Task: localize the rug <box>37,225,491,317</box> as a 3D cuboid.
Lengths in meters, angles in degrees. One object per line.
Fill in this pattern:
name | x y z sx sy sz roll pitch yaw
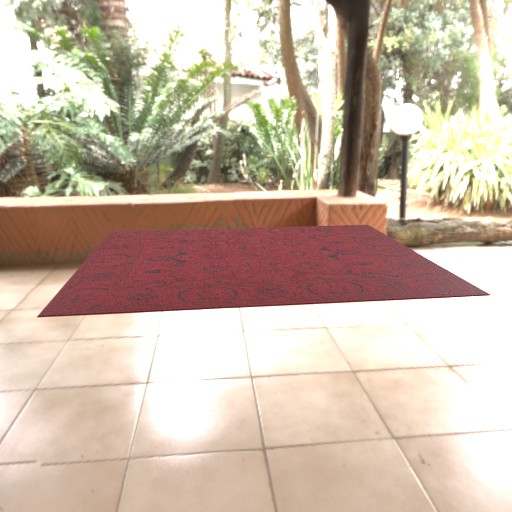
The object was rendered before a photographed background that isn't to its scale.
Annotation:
rug | 0.000 0.000 3.920 2.929 0.012 2.300 -2 16 -7
